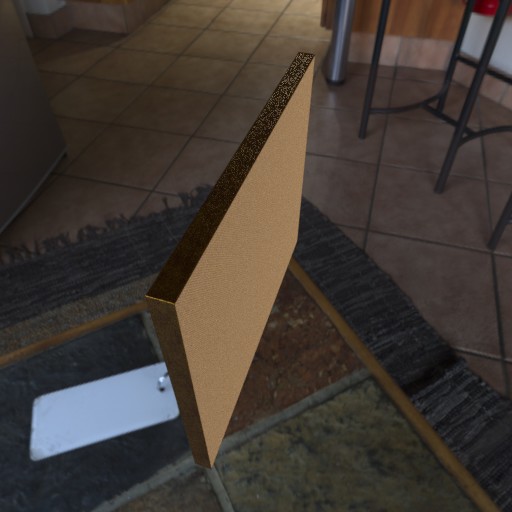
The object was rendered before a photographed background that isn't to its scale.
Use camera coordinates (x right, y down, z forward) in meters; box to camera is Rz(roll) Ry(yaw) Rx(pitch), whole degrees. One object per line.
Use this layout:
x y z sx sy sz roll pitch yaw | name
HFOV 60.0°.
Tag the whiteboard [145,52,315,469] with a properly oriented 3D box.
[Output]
0.000 0.000 0.752 0.029 0.457 0.561 14 49 12 | whiteboard
